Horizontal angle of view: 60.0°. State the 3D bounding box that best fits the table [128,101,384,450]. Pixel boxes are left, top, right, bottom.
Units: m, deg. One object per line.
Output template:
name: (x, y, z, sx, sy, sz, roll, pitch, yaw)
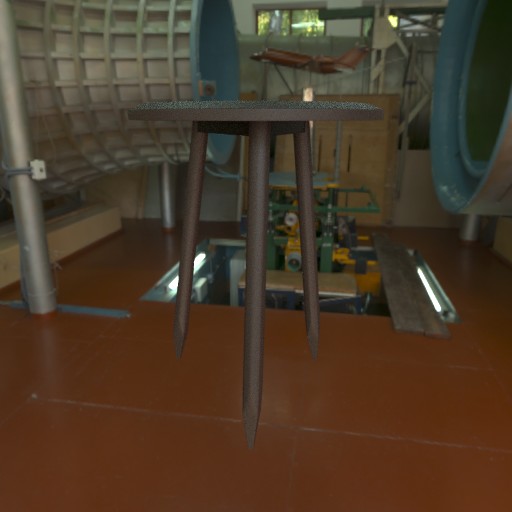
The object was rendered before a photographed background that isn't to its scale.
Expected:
table: (0.000, 0.000, 0.904, 0.457, 0.585, 0.457, 0, 18, 0)
